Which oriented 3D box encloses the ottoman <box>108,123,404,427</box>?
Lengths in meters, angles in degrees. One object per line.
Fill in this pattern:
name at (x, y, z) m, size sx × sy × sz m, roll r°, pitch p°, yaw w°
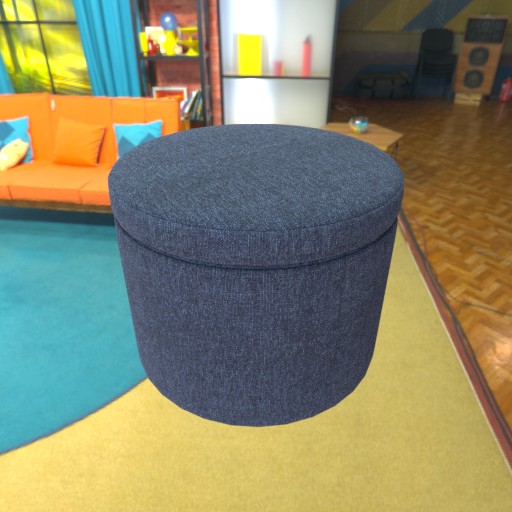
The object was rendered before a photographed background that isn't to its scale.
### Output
ottoman at (0.000, 0.000, 0.866) m, size 0.500 × 0.419 × 0.500 m, roll 0°, pitch 31°, yaw 0°
